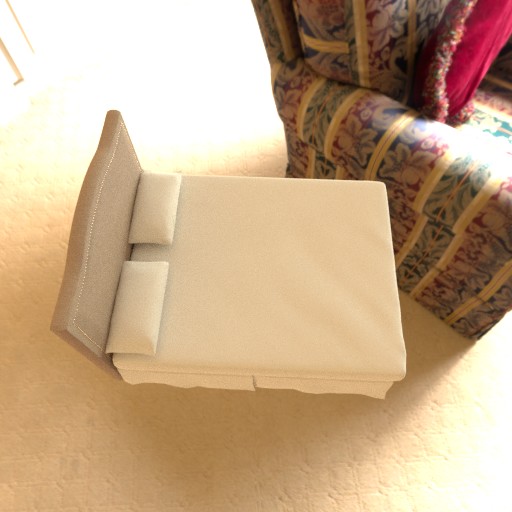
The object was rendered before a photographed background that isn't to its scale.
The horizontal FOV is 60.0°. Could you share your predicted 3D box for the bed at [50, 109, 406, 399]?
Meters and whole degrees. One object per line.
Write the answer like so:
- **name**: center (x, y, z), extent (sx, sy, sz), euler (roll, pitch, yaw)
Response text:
- **bed**: center (0.000, 0.000, 3.433), extent (2.282, 1.436, 1.821), euler (2, 63, 1)
